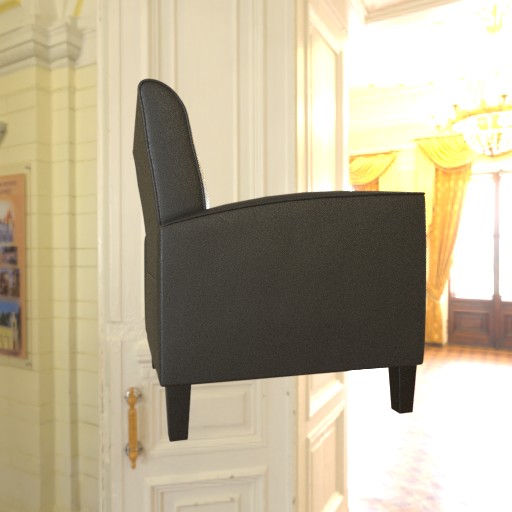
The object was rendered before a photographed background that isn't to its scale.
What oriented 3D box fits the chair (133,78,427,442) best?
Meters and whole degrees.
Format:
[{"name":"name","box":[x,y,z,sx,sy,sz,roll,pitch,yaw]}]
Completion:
[{"name":"chair","box":[0.000,0.000,1.553,0.819,0.916,0.820,0,1,-16]}]
